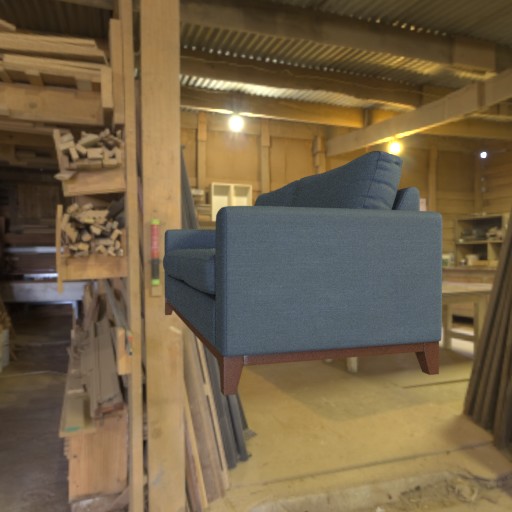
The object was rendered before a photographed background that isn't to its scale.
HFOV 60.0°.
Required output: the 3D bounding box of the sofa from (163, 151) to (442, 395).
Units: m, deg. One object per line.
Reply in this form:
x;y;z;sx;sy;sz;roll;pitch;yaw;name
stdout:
0.000;0.000;2.427;0.877;0.865;1.900;0;1;-17;sofa
